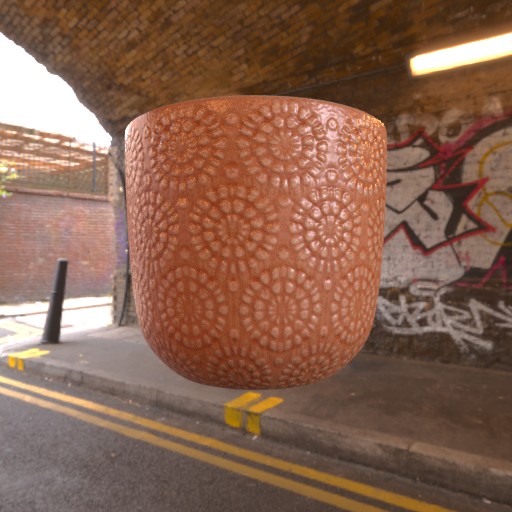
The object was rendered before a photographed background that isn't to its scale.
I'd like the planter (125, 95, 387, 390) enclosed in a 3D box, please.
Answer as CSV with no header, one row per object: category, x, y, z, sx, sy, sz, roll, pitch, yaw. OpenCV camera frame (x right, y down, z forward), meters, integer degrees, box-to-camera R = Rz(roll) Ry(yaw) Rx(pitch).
planter,0.000,0.000,0.366,0.208,0.190,0.208,0,-1,0
